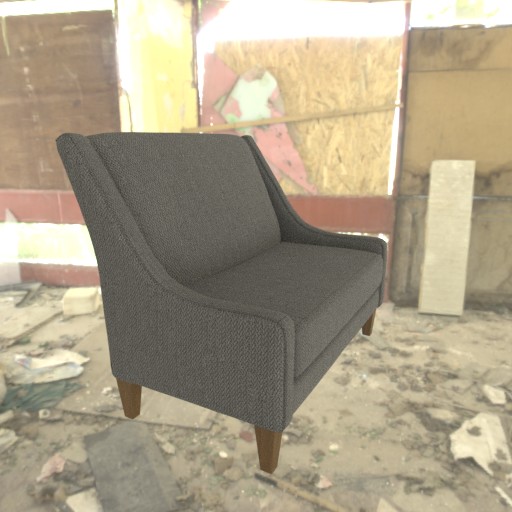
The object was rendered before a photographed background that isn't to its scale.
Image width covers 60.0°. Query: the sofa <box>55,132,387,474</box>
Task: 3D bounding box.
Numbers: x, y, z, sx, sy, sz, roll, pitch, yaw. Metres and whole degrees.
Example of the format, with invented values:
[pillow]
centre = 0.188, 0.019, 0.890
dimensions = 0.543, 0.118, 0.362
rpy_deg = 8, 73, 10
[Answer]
[sofa]
centre = 0.000, 0.000, 1.899
dimensions = 0.873, 1.022, 1.242
rpy_deg = 8, 17, 28
